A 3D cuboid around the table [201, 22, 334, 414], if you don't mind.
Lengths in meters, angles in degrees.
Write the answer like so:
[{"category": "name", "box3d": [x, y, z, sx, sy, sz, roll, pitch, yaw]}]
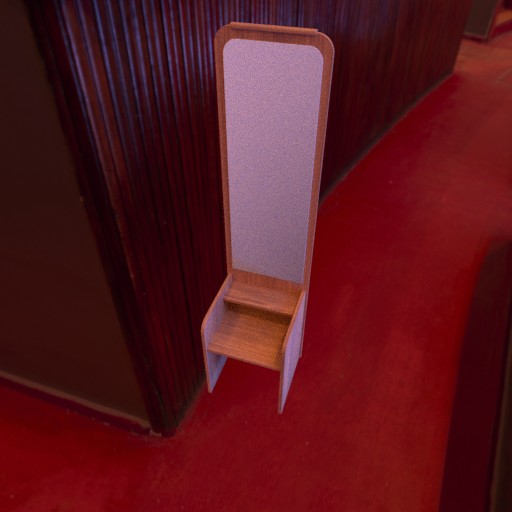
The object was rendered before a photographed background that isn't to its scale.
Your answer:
[{"category": "table", "box3d": [0.000, 0.000, 2.022, 0.450, 1.830, 0.420, 12, 42, 14]}]
